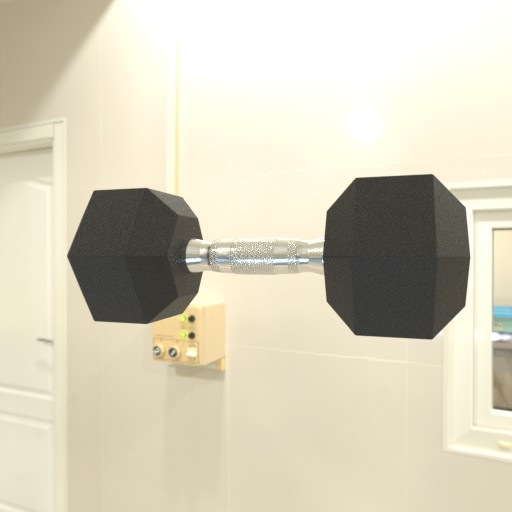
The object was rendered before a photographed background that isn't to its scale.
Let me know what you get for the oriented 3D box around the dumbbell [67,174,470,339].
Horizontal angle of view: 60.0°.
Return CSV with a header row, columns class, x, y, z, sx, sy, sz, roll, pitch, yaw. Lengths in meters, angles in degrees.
class,x,y,z,sx,sy,sz,roll,pitch,yaw
dumbbell,0.000,0.000,0.371,0.315,0.113,0.129,0,1,17
